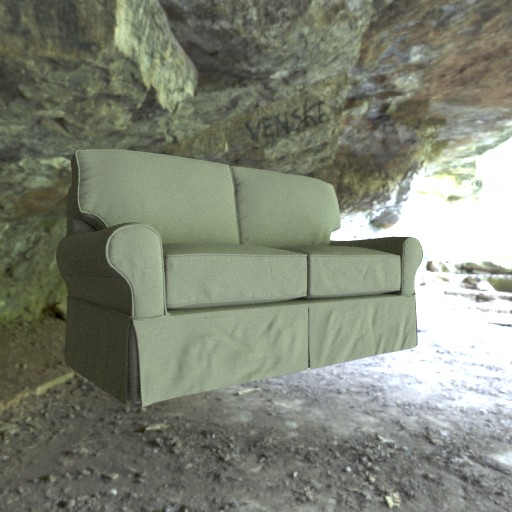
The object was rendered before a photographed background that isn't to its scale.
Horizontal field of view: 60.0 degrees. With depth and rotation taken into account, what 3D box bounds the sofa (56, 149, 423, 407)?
[{"bbox_3d":[0.000,0.000,2.288,1.823,1.024,0.841,0,0,-37],"label":"sofa"}]
